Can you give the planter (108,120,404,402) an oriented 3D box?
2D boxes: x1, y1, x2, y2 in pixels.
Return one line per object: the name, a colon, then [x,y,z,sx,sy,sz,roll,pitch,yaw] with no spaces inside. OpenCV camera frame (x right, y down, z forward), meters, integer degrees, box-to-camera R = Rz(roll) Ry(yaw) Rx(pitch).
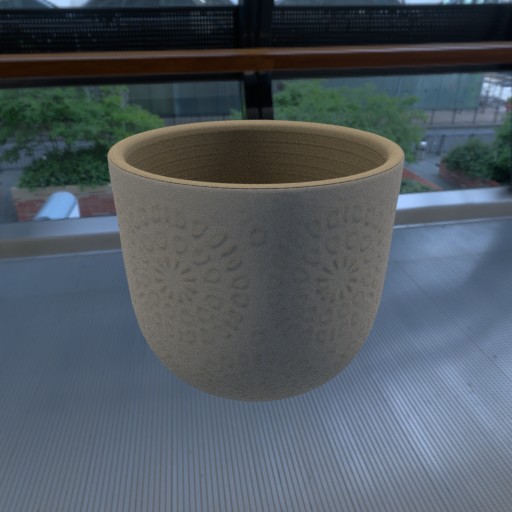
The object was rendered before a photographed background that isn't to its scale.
planter: [0.000,0.000,0.217,0.124,0.109,0.124,0,26,0]
